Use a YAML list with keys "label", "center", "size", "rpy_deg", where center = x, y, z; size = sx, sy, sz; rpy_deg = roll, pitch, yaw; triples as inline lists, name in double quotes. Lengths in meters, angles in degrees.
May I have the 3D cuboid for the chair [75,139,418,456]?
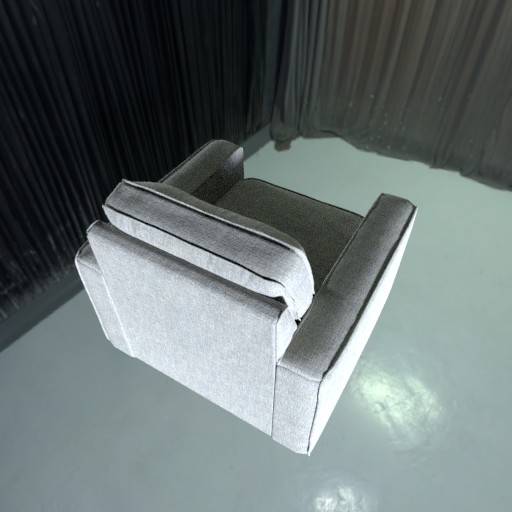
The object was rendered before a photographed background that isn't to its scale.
- label: "chair"
  center: [0.000, 0.000, 1.779]
  size: [1.016, 0.914, 0.940]
  rpy_deg: [23, 50, 21]
